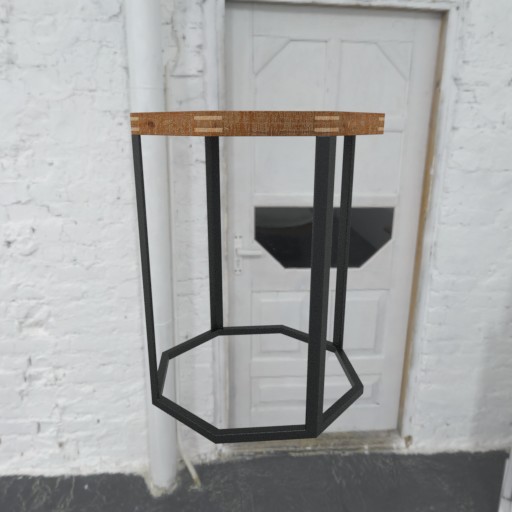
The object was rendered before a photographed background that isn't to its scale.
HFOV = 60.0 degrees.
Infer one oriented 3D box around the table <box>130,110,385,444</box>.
[{"bbox_3d":[0.000,0.000,0.892,0.458,0.543,0.458,-8,18,-26],"label":"table"}]
